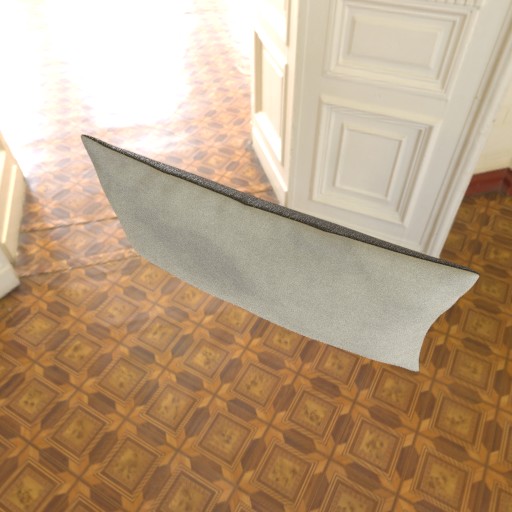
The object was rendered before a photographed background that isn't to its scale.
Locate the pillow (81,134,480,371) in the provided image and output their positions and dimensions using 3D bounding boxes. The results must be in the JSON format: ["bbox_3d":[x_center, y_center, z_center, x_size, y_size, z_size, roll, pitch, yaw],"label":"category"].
[{"bbox_3d":[0.000,0.000,0.728,0.608,0.305,0.156,22,51,19],"label":"pillow"}]
